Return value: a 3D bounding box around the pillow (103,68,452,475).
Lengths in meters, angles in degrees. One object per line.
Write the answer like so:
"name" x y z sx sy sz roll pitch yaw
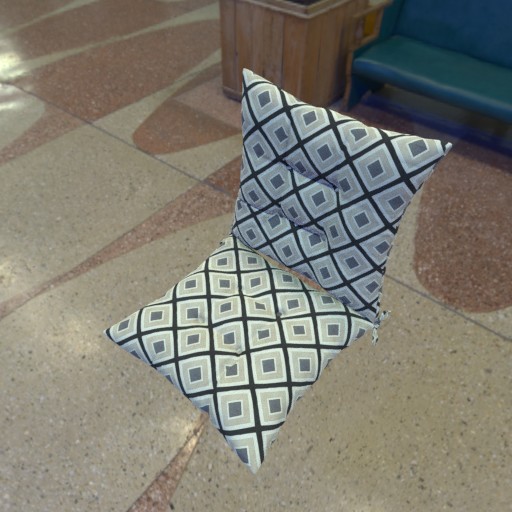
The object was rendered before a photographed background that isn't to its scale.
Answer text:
"pillow" 0.000 0.000 0.972 0.541 0.536 0.585 32 54 27
